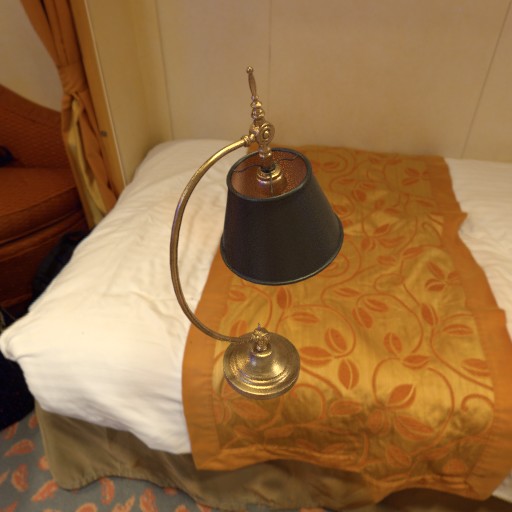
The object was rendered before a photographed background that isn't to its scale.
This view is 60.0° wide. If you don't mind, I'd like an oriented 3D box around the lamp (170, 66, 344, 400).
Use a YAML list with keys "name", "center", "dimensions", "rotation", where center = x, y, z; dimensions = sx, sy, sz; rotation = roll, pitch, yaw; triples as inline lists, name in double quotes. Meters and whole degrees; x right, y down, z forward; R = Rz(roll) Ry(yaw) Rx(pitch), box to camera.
- name: "lamp"
  center: [0.000, 0.000, 0.820]
  dimensions: [0.344, 0.675, 0.235]
  rotation: [-25, 46, -27]
